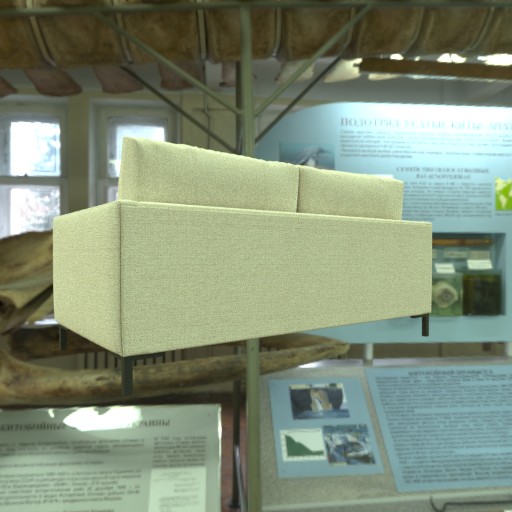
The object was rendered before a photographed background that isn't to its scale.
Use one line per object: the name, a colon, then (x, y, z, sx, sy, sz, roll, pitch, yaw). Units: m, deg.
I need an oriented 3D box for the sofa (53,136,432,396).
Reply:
sofa: (0.000, 0.000, 2.094, 1.651, 0.812, 0.839, 0, 1, -37)
